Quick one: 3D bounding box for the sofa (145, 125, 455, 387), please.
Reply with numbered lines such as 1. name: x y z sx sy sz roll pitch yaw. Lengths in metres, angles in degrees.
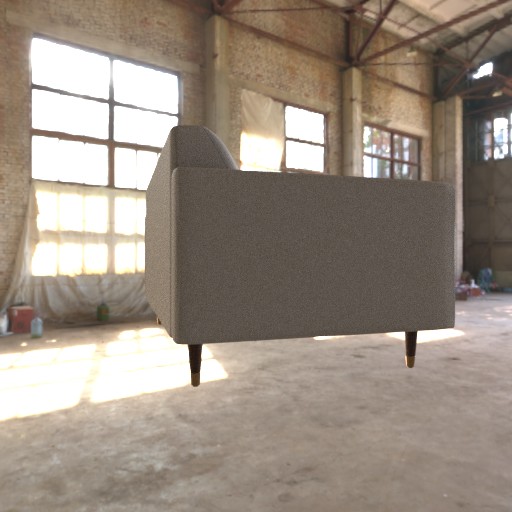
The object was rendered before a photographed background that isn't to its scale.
1. sofa: 0.000 0.000 2.098 0.950 0.801 1.585 0 0 -17
